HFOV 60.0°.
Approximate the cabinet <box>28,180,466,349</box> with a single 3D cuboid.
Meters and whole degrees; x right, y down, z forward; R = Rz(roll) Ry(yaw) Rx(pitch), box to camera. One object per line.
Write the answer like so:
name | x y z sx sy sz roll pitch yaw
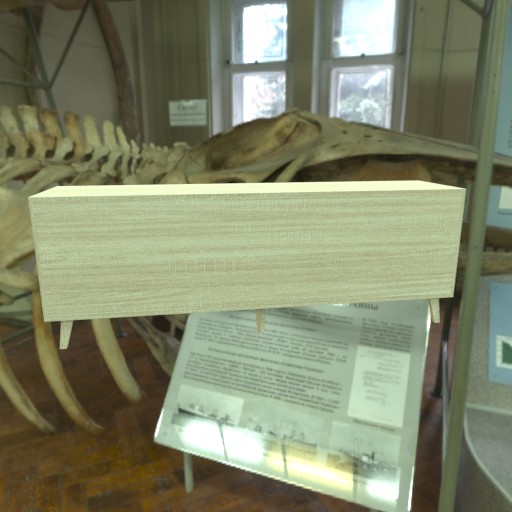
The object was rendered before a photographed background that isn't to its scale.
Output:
cabinet | 0.000 0.000 2.540 2.200 0.780 0.500 -2 15 -9
